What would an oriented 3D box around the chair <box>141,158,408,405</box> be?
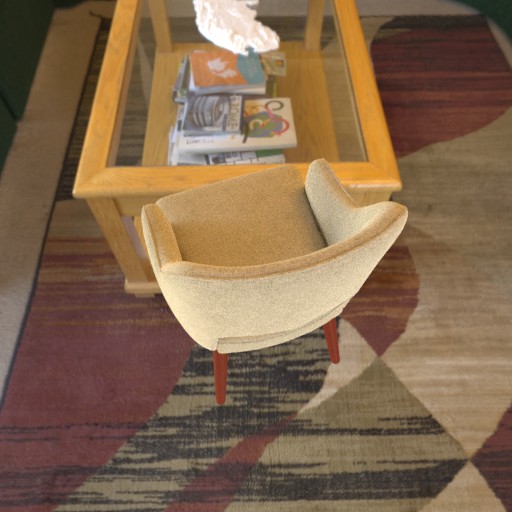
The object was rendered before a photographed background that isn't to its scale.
[{"bbox_3d":[0.000,0.000,1.222,0.548,0.849,0.605,-17,60,-10],"label":"chair"}]
